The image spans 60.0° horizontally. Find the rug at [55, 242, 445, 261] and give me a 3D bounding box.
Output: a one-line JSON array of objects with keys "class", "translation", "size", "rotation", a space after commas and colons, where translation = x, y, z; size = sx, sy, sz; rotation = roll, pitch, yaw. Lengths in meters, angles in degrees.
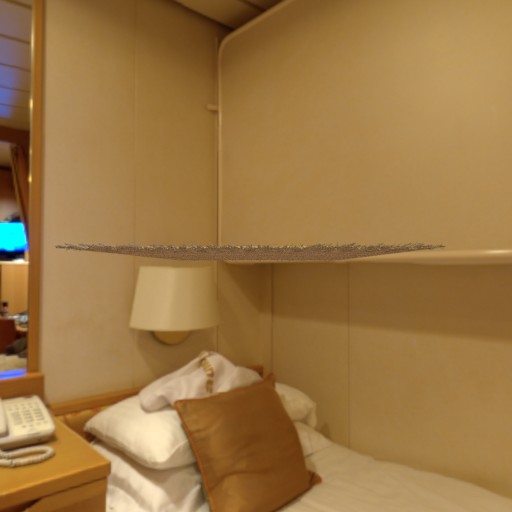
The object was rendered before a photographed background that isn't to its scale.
[{"class": "rug", "translation": [0.000, 0.000, 2.903], "size": [1.495, 0.035, 2.472], "rotation": [0, -2, 1]}]
